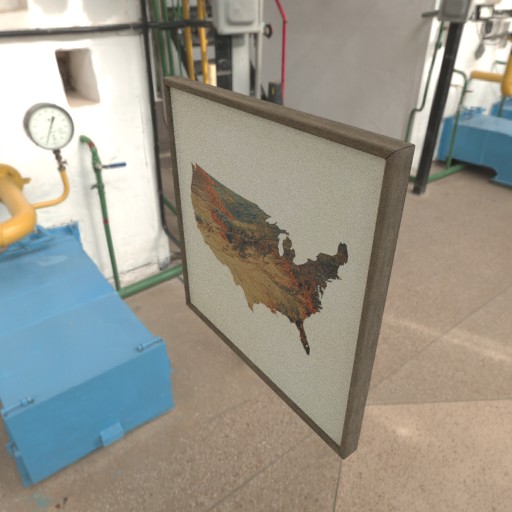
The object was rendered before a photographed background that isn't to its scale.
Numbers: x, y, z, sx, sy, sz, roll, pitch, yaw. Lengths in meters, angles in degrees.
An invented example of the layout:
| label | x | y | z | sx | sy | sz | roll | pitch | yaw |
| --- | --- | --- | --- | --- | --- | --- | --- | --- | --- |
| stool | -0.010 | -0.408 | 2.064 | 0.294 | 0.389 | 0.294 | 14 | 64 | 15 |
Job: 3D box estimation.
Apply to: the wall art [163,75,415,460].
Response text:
| label | x | y | z | sx | sy | sz | roll | pitch | yaw |
| --- | --- | --- | --- | --- | --- | --- | --- | --- | --- |
| wall art | 0.000 | 0.000 | 1.118 | 0.050 | 0.751 | 0.749 | -22 | 38 | -31 |
